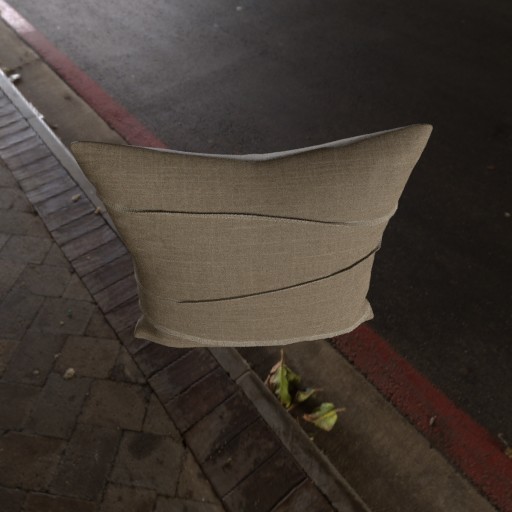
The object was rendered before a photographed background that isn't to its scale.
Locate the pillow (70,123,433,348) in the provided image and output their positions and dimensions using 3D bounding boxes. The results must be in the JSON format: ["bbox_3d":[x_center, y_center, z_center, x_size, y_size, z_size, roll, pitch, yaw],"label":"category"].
[{"bbox_3d":[0.000,0.000,0.639,0.424,0.400,0.169,-4,48,-4],"label":"pillow"}]
